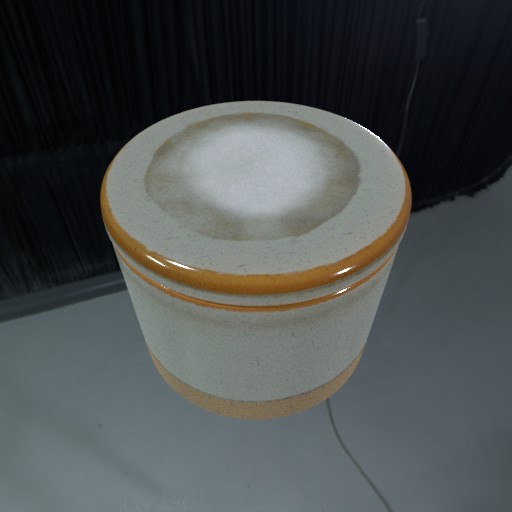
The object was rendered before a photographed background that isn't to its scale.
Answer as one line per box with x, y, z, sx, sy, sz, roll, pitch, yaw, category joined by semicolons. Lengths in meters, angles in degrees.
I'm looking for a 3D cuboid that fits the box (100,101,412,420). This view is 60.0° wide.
0.000;0.000;0.211;0.123;0.100;0.123;0;45;0;box
